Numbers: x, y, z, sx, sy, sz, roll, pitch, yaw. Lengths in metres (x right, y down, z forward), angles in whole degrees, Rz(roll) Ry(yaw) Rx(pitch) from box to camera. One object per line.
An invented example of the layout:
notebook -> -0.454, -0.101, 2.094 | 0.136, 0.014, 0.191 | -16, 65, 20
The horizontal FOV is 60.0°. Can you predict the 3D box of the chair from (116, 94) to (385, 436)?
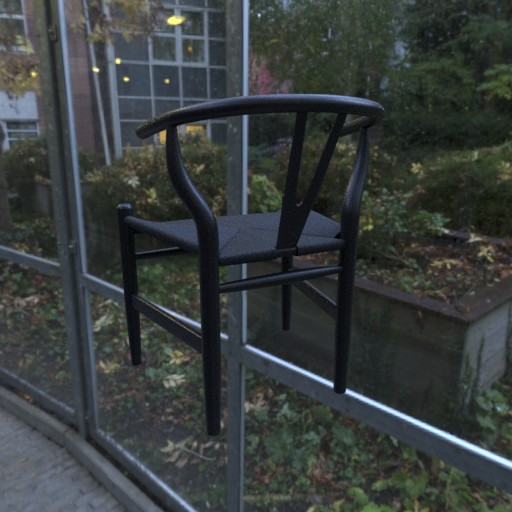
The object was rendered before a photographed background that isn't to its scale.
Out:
chair -> 0.000, 0.000, 1.125 | 0.569, 0.730, 0.579 | -8, 17, -27
